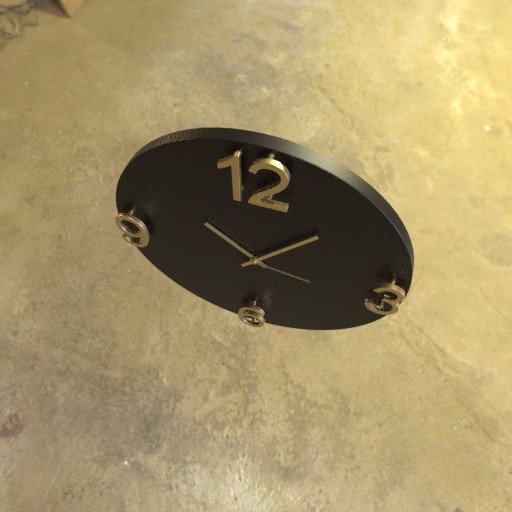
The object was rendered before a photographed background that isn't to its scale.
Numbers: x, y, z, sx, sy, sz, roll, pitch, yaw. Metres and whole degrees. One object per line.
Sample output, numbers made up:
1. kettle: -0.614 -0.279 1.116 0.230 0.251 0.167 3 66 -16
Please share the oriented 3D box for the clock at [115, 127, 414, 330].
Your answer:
1. clock: 0.000 0.000 0.676 0.454 0.454 0.038 15 58 9
